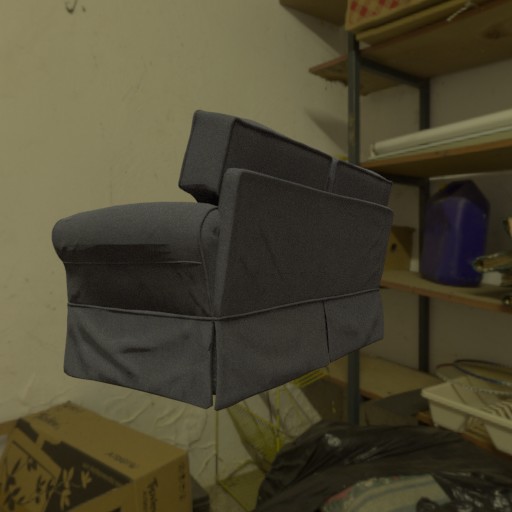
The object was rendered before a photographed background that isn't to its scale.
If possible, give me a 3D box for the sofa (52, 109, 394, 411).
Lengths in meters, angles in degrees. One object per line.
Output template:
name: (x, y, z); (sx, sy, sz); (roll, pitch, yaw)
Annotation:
sofa: (0.000, 0.000, 2.367); (0.997, 1.059, 1.801); (0, 0, 35)
